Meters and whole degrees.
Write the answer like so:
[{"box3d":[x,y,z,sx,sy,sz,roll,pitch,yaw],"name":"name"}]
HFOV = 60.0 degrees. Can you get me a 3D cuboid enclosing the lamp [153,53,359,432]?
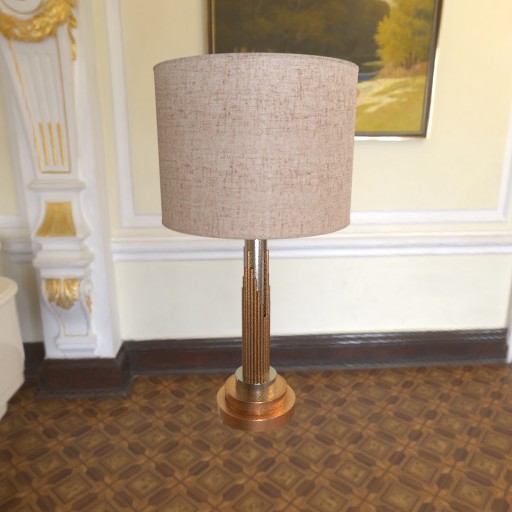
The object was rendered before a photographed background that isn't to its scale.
[{"box3d":[0.000,0.000,0.786,0.321,0.610,0.321,2,15,8],"name":"lamp"}]
